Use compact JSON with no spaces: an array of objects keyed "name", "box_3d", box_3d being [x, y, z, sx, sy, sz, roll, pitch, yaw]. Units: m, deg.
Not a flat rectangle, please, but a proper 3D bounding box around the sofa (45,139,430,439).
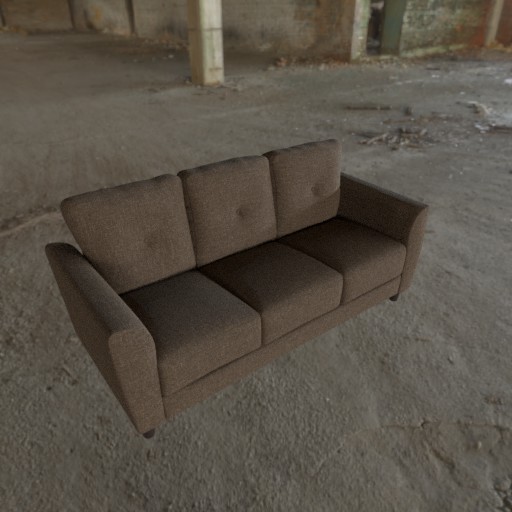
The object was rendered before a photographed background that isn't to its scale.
[{"name":"sofa","box_3d":[0.000,0.000,2.334,1.847,0.891,0.837,-21,36,-32]}]
